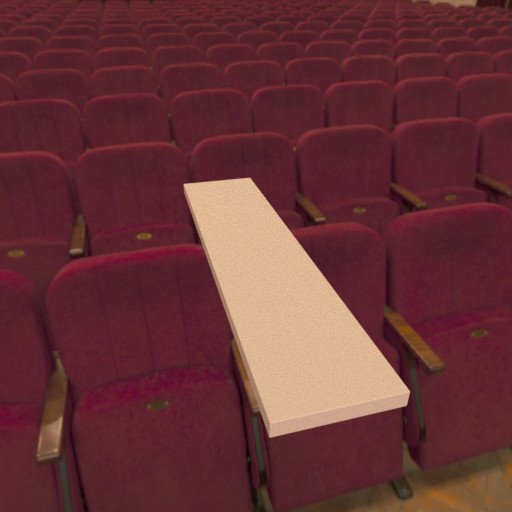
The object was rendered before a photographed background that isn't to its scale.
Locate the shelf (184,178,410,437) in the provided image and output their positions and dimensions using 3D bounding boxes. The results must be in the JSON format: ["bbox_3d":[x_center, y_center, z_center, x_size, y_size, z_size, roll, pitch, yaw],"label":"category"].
[{"bbox_3d":[0.000,0.000,0.666,0.140,0.020,0.610,-8,31,-13],"label":"shelf"}]
